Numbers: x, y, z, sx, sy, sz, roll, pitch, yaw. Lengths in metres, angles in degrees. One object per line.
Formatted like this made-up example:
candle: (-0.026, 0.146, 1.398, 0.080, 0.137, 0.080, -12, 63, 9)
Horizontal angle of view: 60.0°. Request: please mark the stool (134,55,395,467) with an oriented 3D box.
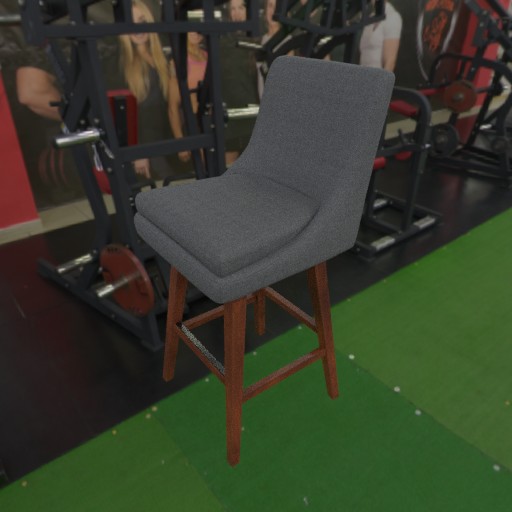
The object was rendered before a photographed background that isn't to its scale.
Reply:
stool: (0.000, 0.000, 1.242, 0.524, 0.977, 0.447, -21, 36, -31)
